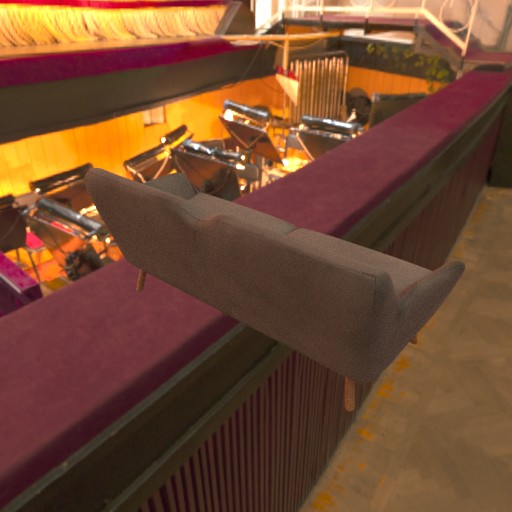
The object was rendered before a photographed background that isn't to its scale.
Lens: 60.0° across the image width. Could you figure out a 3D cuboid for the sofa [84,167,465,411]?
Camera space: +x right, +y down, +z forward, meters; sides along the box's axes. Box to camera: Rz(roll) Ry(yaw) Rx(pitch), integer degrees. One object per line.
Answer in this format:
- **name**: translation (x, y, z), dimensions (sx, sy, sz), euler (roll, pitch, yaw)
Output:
- **sofa**: translation (0.000, 0.000, 2.334), dimensions (1.870, 0.810, 0.850), euler (22, 37, 33)
